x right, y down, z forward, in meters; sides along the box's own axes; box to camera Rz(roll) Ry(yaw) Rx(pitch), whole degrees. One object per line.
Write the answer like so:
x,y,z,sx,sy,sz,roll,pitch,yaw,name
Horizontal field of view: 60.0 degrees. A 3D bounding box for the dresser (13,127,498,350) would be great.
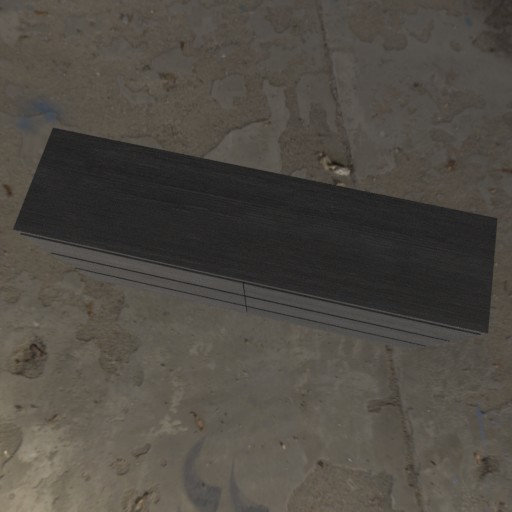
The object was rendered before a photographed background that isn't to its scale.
0.000,0.000,1.880,1.590,0.795,0.400,12,75,3,dresser
